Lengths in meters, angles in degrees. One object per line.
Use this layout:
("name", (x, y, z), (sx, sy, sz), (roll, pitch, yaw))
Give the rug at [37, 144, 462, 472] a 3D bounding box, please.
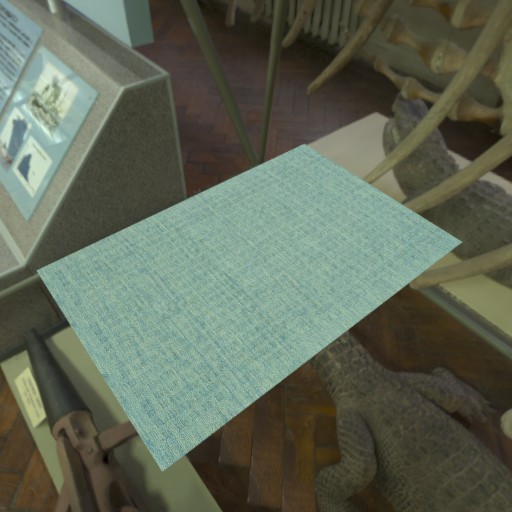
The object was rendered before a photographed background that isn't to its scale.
("rug", (0.000, 0.000, 2.851), (2.286, 0.006, 1.522), (-30, 53, -26))
